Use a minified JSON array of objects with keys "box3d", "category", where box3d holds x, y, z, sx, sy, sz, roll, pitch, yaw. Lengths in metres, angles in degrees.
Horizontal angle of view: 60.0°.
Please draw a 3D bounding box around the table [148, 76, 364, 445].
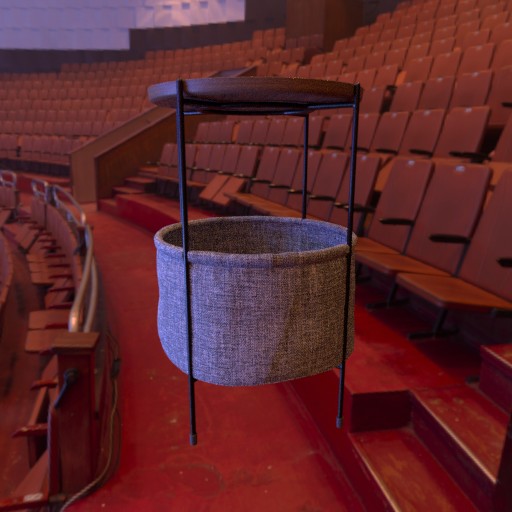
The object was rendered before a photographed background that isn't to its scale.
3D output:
[{"box3d":[0.000,0.000,0.889,0.400,0.623,0.400,-3,14,-10],"category":"table"}]
